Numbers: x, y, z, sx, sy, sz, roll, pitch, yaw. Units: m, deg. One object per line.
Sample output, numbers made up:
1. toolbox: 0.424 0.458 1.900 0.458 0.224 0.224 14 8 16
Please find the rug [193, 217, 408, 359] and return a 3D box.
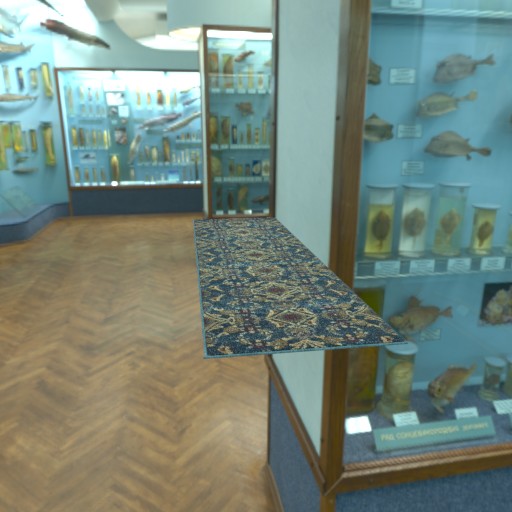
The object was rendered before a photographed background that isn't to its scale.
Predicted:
1. rug: 0.000 0.000 2.522 0.685 0.014 2.292 -2 16 -8
